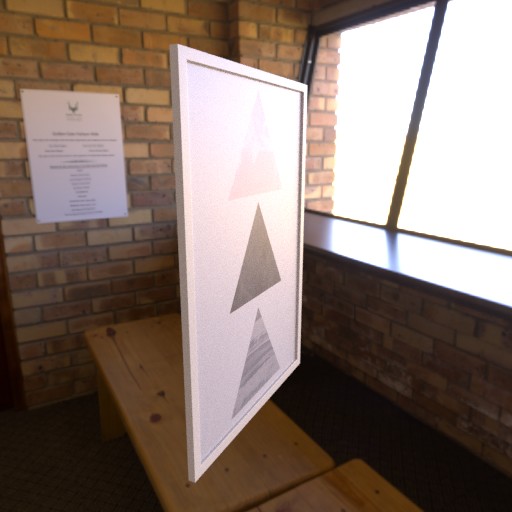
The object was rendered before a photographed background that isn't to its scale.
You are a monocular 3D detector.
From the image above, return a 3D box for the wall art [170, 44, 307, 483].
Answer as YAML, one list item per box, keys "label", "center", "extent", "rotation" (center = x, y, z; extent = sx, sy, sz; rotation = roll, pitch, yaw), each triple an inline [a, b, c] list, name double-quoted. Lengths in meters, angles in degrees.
- label: "wall art"
  center: [0.000, 0.000, 0.838]
  extent: [0.013, 0.656, 0.456]
  rotation: [7, 16, 26]
